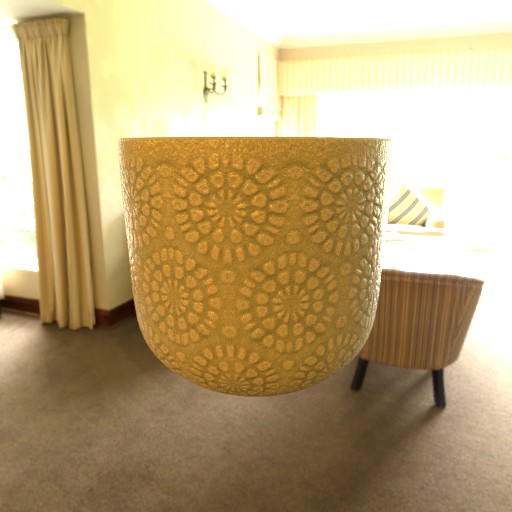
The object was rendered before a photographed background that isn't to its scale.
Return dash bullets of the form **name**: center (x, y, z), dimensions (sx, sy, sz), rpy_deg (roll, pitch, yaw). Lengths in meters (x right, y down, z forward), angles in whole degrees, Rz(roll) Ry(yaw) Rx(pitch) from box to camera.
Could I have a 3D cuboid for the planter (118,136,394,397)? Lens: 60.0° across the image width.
- **planter**: center (0.000, 0.000, 0.301), dimensions (0.169, 0.153, 0.169), rpy_deg (0, 14, 0)
